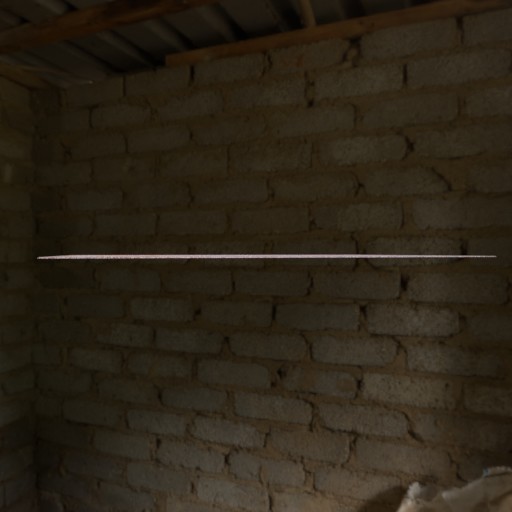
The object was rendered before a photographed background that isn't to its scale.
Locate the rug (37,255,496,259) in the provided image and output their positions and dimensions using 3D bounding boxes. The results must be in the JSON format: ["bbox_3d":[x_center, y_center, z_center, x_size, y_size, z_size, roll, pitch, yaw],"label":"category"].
[{"bbox_3d":[0.000,0.000,2.248,1.829,0.005,1.219,0,0,-18],"label":"rug"}]
